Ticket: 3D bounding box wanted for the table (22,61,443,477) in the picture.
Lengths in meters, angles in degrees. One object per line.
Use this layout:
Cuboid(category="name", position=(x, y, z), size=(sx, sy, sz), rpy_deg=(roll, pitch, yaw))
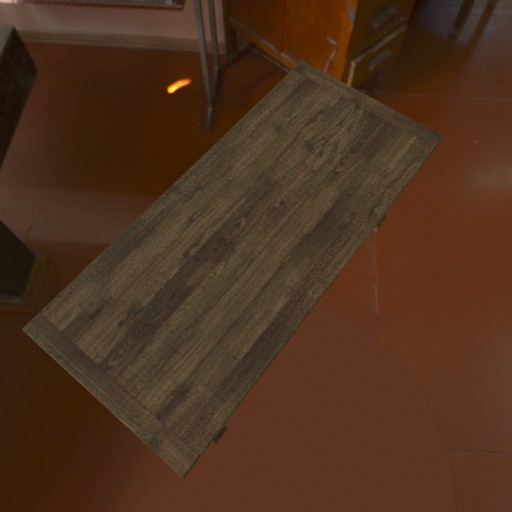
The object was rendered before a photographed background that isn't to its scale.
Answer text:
Cuboid(category="table", position=(0.000, 0.000, 2.418), size=(0.907, 0.733, 2.031), rpy_deg=(35, 69, 16))
